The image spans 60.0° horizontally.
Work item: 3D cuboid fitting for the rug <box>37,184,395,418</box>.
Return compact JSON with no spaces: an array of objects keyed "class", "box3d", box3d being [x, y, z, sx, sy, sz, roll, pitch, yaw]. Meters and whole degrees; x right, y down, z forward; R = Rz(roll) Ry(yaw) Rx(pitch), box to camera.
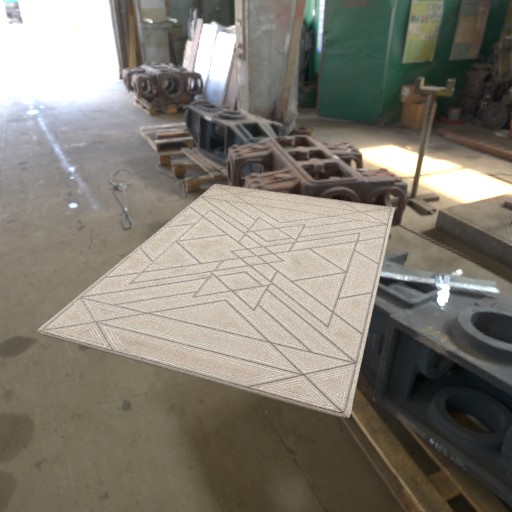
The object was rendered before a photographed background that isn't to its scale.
[{"class":"rug","box3d":[0.000,0.000,4.454,2.436,0.026,3.381,10,32,17]}]
